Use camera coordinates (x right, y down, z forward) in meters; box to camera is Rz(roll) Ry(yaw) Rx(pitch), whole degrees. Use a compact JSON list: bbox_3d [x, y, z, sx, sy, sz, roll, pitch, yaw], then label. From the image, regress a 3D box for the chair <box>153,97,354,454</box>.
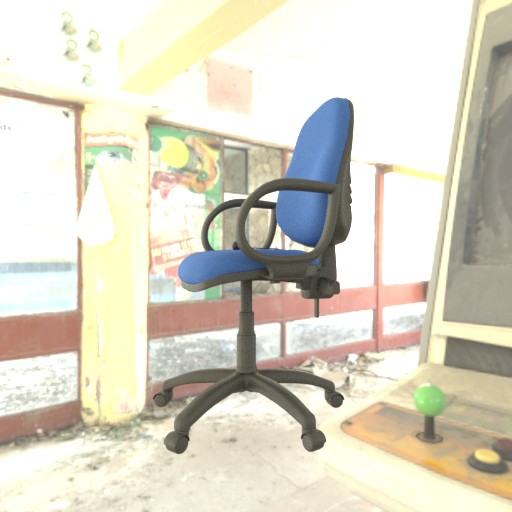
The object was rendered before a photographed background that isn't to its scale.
[{"bbox_3d":[0.000,0.000,1.253,0.549,0.905,0.552,0,1,-18],"label":"chair"}]
